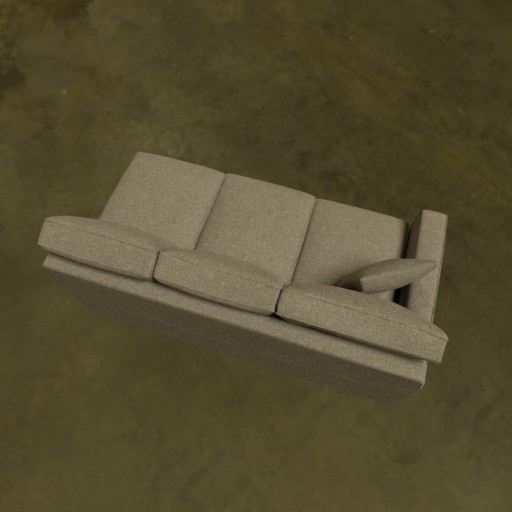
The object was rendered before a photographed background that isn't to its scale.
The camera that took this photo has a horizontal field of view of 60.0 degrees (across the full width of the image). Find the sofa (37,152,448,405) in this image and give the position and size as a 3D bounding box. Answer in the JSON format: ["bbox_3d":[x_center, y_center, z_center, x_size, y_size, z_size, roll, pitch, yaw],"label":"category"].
[{"bbox_3d":[0.000,0.000,2.557,1.963,0.946,1.034,16,65,8],"label":"sofa"}]
